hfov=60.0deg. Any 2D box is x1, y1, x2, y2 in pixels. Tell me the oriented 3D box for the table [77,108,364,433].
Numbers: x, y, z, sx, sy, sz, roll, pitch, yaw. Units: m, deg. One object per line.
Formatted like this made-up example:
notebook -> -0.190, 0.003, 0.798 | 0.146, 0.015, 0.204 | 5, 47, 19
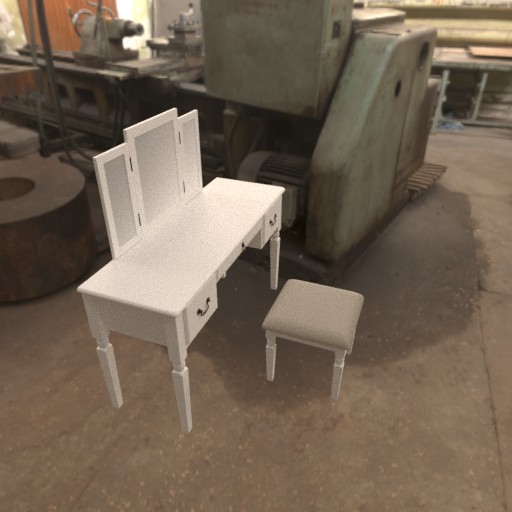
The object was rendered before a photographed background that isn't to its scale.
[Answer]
table -> 0.000, 0.000, 2.297 | 1.115, 1.310, 1.369 | 12, 33, 18
